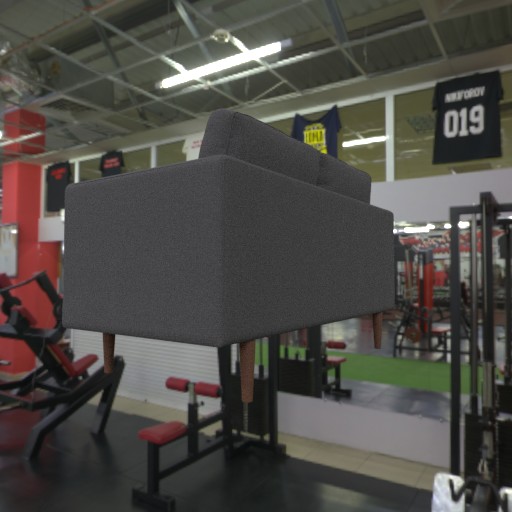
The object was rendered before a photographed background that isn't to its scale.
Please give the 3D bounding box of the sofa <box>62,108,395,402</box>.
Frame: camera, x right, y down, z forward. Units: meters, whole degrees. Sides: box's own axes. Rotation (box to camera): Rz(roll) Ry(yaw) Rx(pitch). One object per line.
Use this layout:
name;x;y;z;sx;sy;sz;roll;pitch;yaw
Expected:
sofa;0.000;0.000;1.982;0.796;0.908;1.430;-1;-2;35
